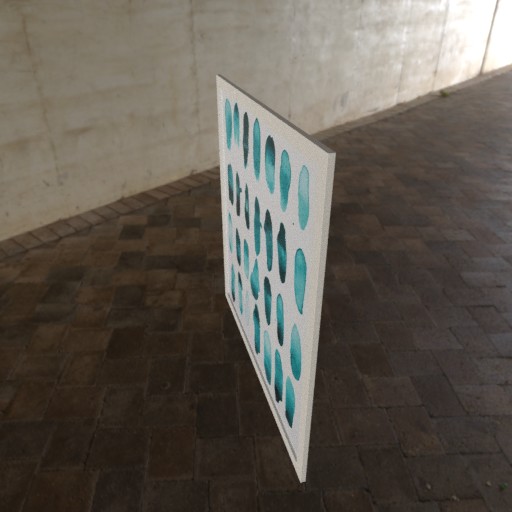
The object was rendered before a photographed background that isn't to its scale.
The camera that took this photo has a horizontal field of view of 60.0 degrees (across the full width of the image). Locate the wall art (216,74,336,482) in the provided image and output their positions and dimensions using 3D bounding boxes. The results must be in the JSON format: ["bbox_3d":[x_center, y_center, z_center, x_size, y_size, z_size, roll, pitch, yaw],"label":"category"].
[{"bbox_3d":[0.000,0.000,1.205,0.013,0.813,0.812,-8,31,-14],"label":"wall art"}]
